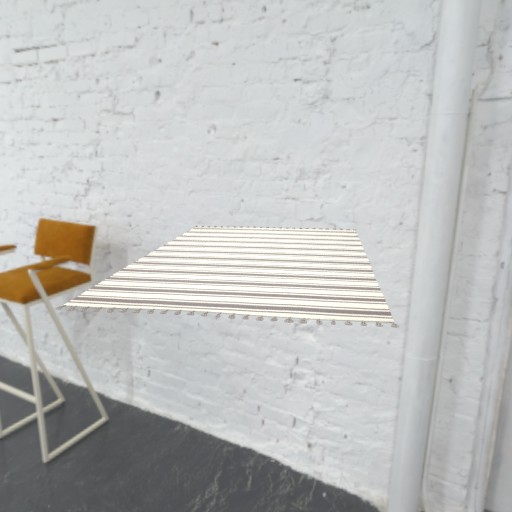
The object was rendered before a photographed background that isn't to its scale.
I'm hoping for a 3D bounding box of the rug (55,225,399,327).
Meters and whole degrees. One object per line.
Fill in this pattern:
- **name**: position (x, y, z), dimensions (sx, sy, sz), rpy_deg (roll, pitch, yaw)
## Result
- **rug**: position (0.000, 0.000, 3.125), dimensions (1.563, 0.014, 2.425), rpy_deg (2, 13, 8)
